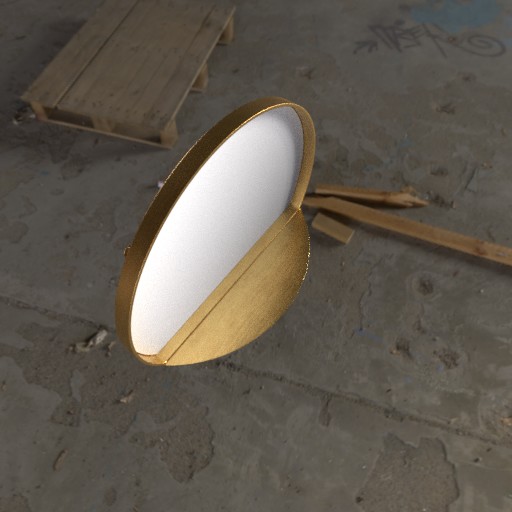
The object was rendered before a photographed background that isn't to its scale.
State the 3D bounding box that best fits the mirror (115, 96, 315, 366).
[{"bbox_3d":[0.000,0.000,0.695,0.133,0.457,0.457,32,63,18],"label":"mirror"}]
